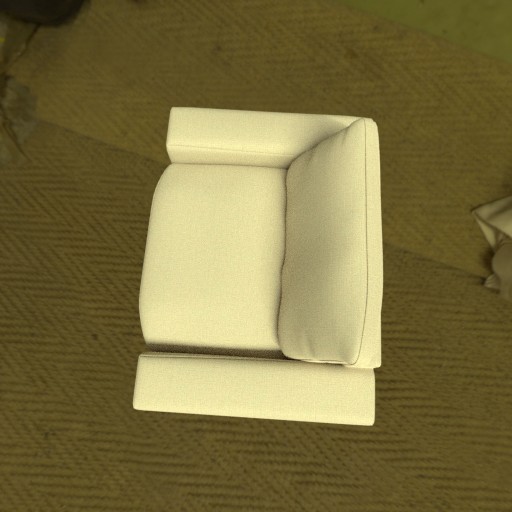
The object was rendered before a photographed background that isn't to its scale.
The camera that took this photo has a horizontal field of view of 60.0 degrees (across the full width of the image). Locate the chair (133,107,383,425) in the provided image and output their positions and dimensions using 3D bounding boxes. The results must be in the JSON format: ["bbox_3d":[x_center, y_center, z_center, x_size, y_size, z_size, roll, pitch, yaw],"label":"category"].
[{"bbox_3d":[0.000,0.000,2.053,1.039,0.915,1.398,4,75,1],"label":"chair"}]
